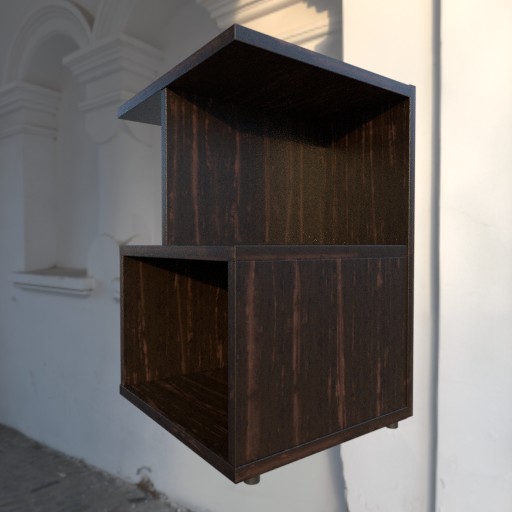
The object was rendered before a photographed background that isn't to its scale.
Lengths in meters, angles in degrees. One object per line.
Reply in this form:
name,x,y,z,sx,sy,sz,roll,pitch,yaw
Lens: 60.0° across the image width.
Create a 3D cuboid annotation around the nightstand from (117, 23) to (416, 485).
nightstand,0.000,0.000,0.787,0.356,0.559,0.400,-1,2,-36
